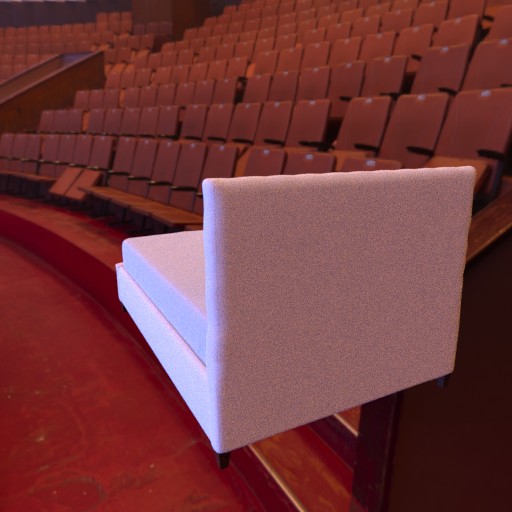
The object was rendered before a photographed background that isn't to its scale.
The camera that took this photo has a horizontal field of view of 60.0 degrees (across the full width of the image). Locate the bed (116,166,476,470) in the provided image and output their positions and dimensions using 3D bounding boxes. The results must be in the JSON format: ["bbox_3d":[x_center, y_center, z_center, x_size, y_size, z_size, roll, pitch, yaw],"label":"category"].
[{"bbox_3d":[0.000,0.000,3.370,1.698,1.427,2.387,-8,17,-27],"label":"bed"}]
